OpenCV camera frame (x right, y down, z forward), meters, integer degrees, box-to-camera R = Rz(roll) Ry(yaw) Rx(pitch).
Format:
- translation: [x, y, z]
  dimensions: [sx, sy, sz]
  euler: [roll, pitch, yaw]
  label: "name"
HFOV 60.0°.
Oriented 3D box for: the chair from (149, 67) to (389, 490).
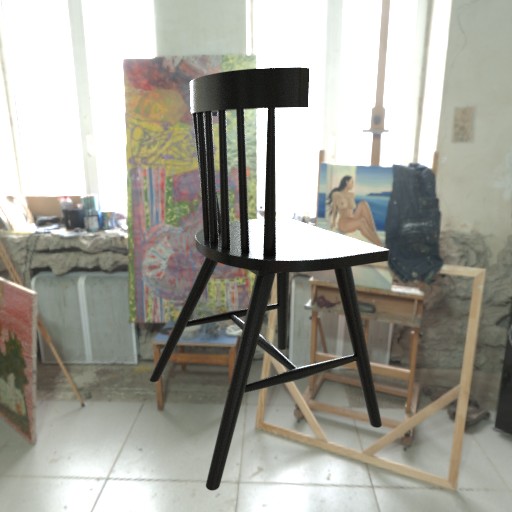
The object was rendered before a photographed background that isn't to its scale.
- translation: [0.000, 0.000, 1.139]
  dimensions: [0.483, 0.844, 0.506]
  euler: [-8, 17, -26]
  label: "chair"
